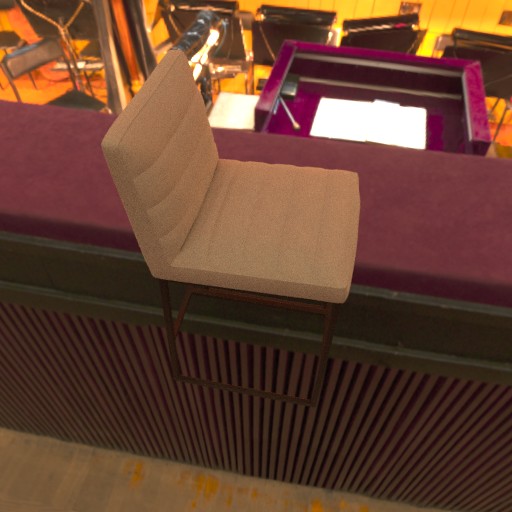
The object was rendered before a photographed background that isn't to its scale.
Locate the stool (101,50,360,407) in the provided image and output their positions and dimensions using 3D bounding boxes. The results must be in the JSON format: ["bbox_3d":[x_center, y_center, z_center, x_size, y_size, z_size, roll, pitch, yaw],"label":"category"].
[{"bbox_3d":[0.000,0.000,1.384,0.573,1.061,0.464,9,49,7],"label":"stool"}]
